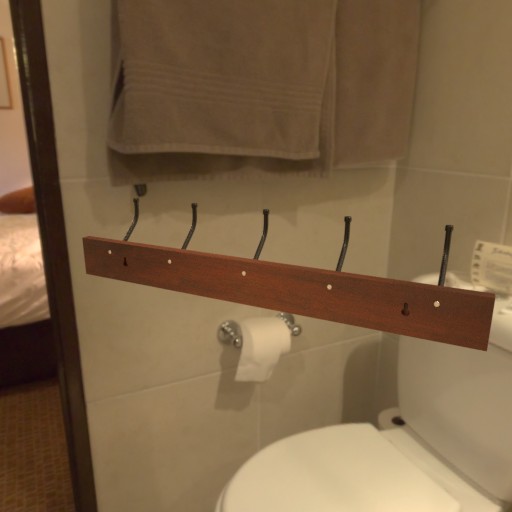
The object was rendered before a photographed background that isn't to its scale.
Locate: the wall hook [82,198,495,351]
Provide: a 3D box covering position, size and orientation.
[{"bbox_3d":[0.000,0.000,0.598,0.571,0.117,0.071,8,18,26],"label":"wall hook"}]
